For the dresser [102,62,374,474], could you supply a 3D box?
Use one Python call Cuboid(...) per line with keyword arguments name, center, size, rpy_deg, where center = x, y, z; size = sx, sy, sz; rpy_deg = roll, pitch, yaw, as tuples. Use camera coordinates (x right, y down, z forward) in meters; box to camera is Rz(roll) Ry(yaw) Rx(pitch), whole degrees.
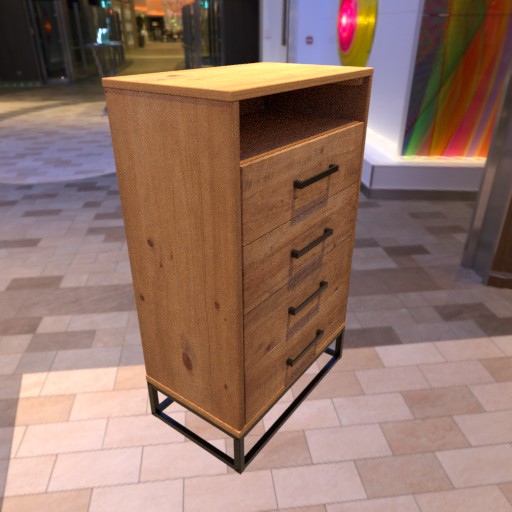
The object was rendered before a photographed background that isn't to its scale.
Cuboid(name="dresser", center=(0.000, 0.000, 1.616), size=(0.479, 1.240, 0.761), rpy_deg=(19, 33, 32))
